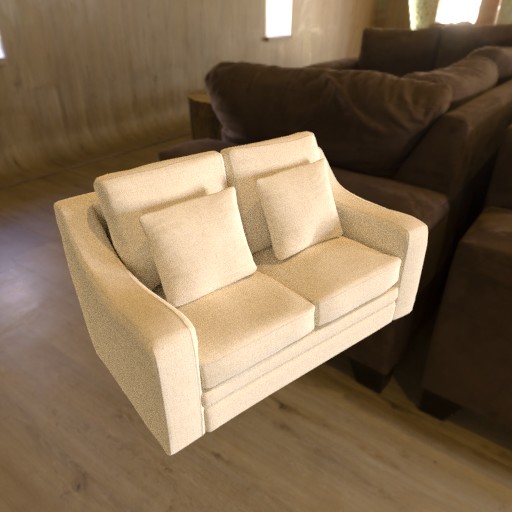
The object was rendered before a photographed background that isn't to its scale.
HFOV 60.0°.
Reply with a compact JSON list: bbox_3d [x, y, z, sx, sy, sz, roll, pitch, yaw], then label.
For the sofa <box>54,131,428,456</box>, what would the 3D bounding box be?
[{"bbox_3d":[0.000,0.000,2.397,1.744,1.047,1.040,-21,35,-32],"label":"sofa"}]
